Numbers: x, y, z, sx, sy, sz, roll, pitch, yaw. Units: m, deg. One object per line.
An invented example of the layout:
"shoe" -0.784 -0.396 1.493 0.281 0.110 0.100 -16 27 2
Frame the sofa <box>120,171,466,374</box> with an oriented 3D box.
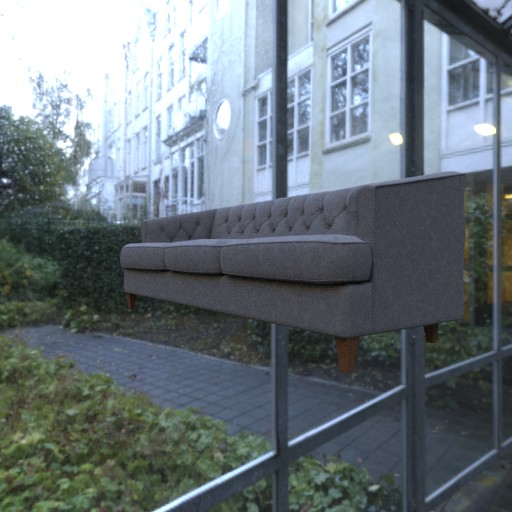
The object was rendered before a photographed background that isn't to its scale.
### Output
"sofa" 0.000 0.000 2.643 0.917 0.806 2.247 0 0 -36
